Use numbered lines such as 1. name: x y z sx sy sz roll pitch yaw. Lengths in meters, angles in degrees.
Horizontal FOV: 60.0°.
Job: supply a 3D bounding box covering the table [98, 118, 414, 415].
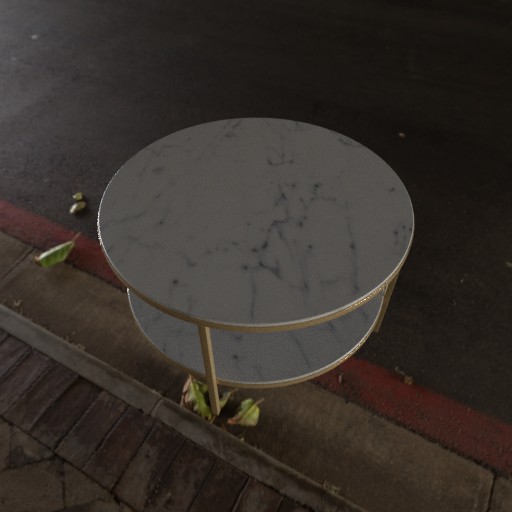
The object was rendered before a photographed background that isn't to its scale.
1. table: 0.000 0.000 1.311 0.800 0.450 0.800 0 47 0
